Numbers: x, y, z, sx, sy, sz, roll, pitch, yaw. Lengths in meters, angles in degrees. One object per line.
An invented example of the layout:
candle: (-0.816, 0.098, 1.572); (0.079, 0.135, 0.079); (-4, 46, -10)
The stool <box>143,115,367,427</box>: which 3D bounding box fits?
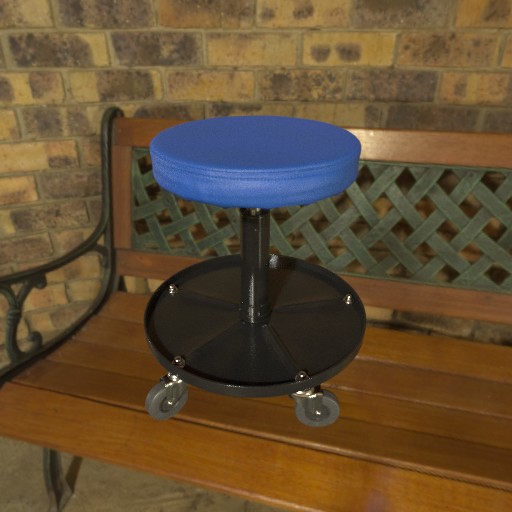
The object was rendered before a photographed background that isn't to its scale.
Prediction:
stool: (0.000, 0.000, 0.672); (0.381, 0.365, 0.382); (-8, 31, -15)
